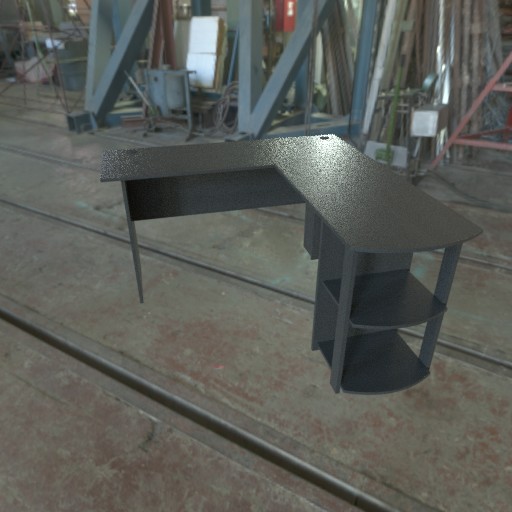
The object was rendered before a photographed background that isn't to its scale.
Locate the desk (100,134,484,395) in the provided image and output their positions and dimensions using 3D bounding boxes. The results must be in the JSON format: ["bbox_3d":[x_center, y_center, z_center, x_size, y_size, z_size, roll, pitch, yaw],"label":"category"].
[{"bbox_3d":[0.000,0.000,2.082,1.303,0.716,1.361,-7,31,-13],"label":"desk"}]
